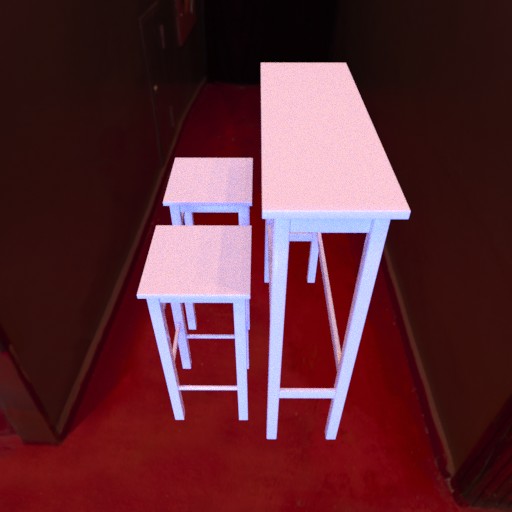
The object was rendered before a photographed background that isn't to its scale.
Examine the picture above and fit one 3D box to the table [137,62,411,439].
[{"bbox_3d":[0.000,0.000,1.619,0.650,1.065,0.915,0,42,0],"label":"table"}]
